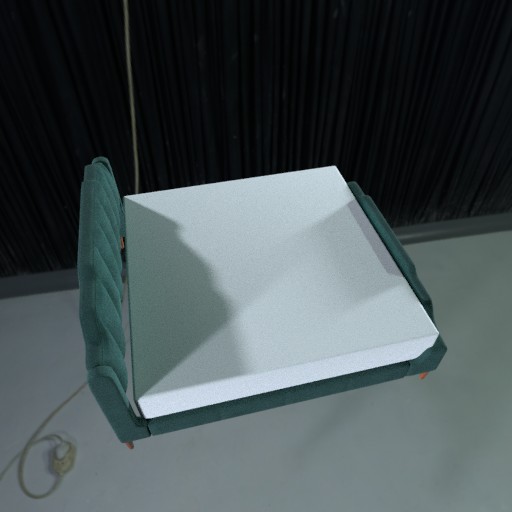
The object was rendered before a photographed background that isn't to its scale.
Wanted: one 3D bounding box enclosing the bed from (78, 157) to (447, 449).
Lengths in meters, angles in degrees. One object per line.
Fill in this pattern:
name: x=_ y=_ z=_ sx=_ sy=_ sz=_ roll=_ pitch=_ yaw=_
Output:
bed: x=0.000 y=0.000 z=3.477 sx=2.340 sy=1.245 sz=2.074 roll=-10 pitch=47 yaw=-9
